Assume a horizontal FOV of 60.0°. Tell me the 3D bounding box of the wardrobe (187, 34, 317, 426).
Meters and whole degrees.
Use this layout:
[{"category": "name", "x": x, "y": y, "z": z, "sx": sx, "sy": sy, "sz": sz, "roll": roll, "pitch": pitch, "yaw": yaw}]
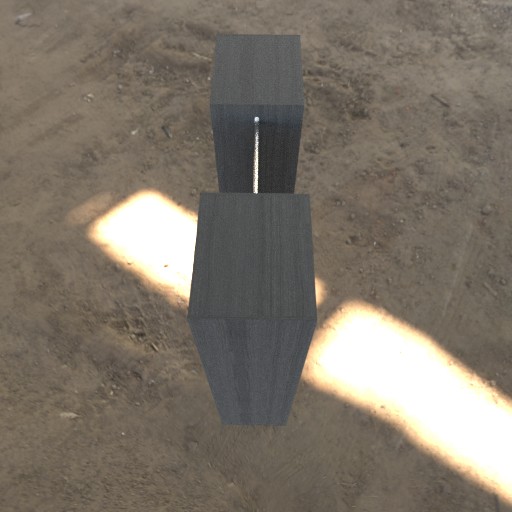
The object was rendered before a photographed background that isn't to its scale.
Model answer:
[{"category": "wardrobe", "x": 0.000, "y": 0.000, "z": 2.946, "sx": 0.480, "sy": 2.000, "sz": 1.770, "roll": 1, "pitch": 59, "yaw": 0}]
